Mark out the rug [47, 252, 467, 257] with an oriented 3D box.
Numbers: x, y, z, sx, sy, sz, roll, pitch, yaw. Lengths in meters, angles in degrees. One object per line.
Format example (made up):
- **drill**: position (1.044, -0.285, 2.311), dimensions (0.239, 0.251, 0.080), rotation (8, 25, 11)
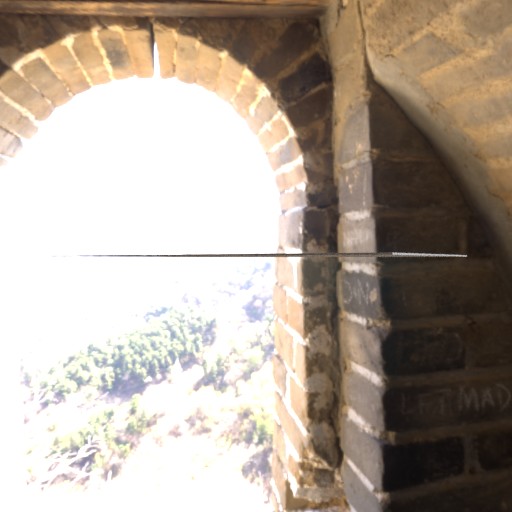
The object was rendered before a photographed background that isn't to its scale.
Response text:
- **rug**: position (0.000, 0.000, 2.877), dimensions (2.284, 0.008, 1.522), rotation (0, 0, 35)
